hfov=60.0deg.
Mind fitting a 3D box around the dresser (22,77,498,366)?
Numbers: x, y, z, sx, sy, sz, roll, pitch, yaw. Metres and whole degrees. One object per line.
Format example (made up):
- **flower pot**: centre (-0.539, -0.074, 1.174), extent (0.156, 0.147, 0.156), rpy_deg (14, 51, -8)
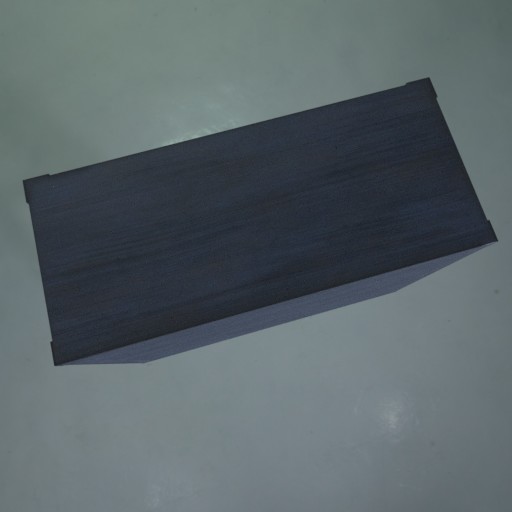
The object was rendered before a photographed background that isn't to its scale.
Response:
- **dresser**: centre (0.000, 0.000, 1.534), extent (1.049, 0.986, 0.463), rpy_deg (-15, 77, -4)
